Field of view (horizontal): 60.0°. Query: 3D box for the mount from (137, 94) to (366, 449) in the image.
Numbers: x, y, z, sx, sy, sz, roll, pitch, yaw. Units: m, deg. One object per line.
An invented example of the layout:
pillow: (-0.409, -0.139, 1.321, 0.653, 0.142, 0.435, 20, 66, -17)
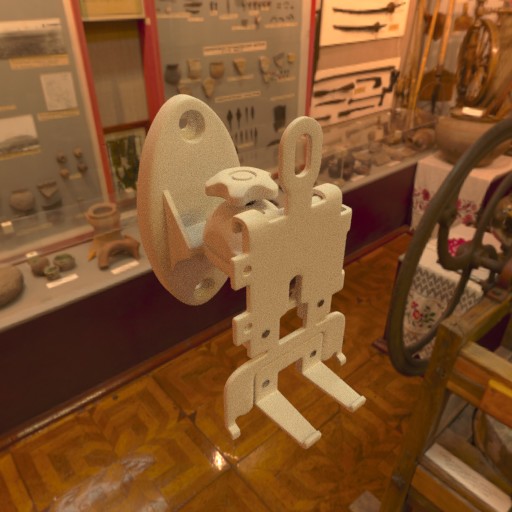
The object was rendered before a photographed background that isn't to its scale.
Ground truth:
mount: (0.000, 0.000, 0.177, 0.066, 0.118, 0.100, -23, 38, -33)
